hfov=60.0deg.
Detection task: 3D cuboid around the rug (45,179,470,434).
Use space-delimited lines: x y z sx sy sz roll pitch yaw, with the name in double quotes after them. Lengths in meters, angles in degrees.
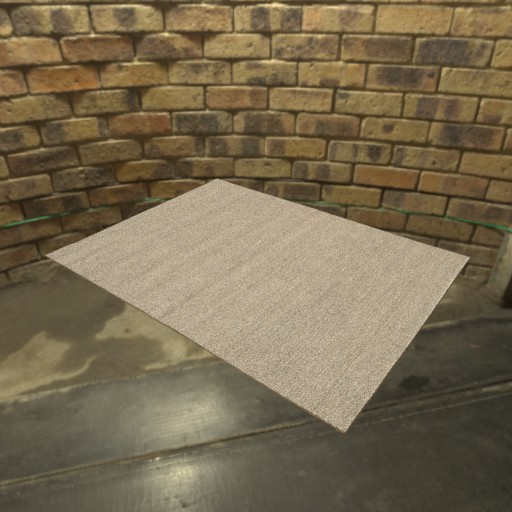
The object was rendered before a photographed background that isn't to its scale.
0.000 0.000 4.724 3.626 0.051 2.757 22 38 32 "rug"
